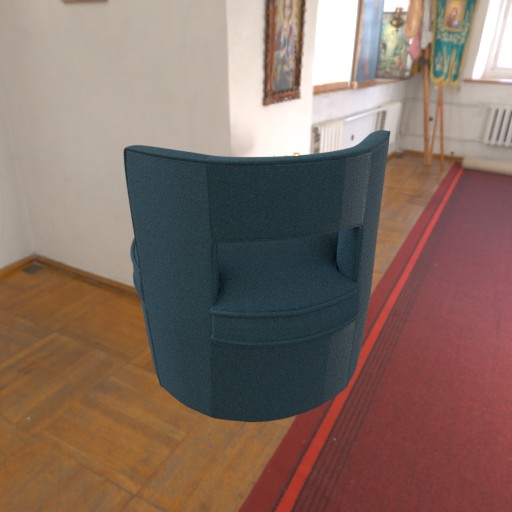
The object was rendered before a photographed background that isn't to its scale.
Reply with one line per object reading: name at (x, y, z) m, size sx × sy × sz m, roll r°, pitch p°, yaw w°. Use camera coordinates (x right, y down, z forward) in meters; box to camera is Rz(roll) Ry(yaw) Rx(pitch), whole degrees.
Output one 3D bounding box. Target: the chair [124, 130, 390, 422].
chair at (0.000, 0.000, 1.260) m, size 0.684 × 0.711 × 0.660 m, roll -7°, pitch 27°, yaw -15°
